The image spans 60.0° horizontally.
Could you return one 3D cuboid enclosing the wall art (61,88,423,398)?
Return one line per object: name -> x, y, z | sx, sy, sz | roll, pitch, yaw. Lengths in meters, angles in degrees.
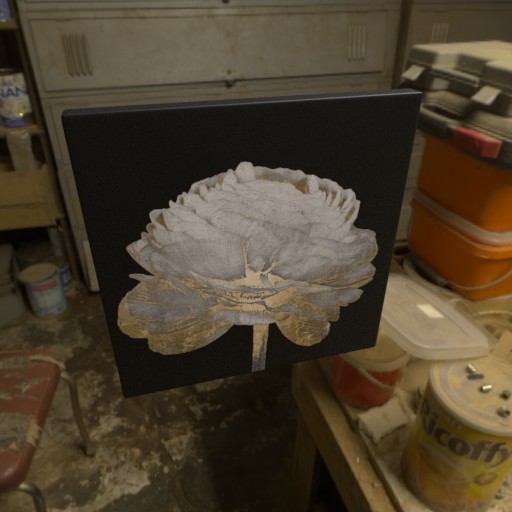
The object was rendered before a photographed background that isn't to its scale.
wall art -> 0.000, 0.000, 0.898 | 0.610, 0.611, 0.043 | -8, 32, -13
